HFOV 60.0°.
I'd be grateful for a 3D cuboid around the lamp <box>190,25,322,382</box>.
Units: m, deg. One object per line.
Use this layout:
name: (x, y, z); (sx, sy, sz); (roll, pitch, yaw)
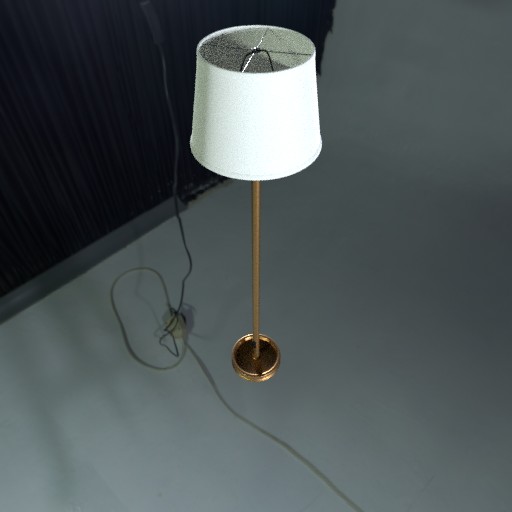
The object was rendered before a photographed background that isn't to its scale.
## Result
lamp: (0.000, 0.000, 0.774); (0.178, 0.710, 0.178); (0, 47, 0)
